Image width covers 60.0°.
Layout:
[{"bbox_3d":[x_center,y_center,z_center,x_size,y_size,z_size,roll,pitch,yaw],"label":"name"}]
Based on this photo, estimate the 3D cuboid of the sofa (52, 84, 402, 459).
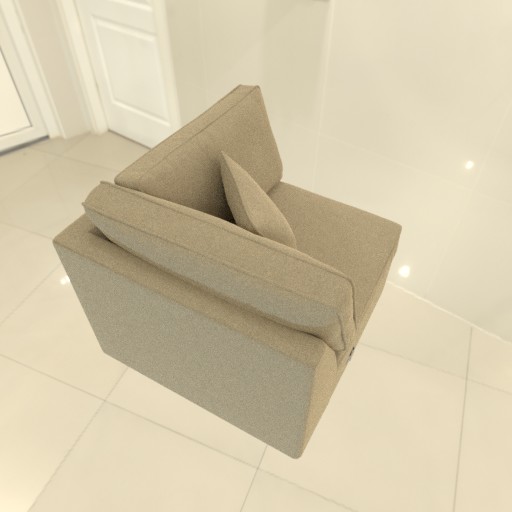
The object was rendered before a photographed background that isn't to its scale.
[{"bbox_3d":[0.000,0.000,1.994,1.084,1.002,1.146,22,50,20],"label":"sofa"}]
